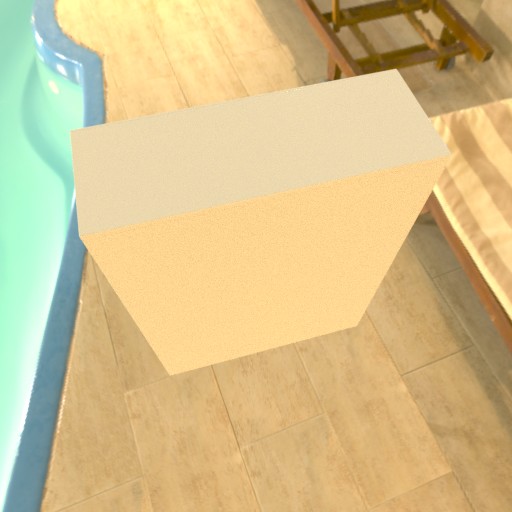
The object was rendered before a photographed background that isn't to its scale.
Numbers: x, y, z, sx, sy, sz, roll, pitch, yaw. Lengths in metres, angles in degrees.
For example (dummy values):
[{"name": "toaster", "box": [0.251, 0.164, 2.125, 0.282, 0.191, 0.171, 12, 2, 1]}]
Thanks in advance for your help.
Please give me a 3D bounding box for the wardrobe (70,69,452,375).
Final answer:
[{"name": "wardrobe", "box": [0.000, 0.000, 1.636, 0.900, 1.200, 0.360, -13, 61, -7]}]
